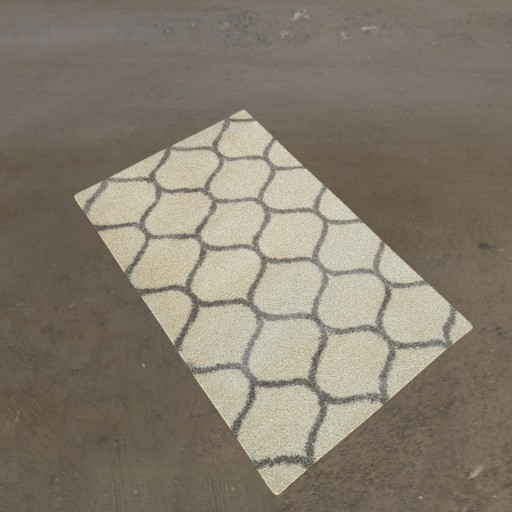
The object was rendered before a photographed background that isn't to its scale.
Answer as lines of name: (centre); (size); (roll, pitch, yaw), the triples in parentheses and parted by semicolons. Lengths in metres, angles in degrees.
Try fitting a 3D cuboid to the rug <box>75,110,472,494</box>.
rug: (0.000, 0.000, 2.906); (1.501, 0.024, 2.348); (-33, 64, -18)
